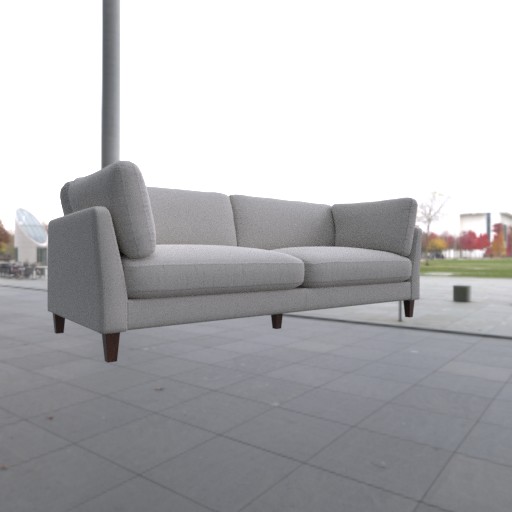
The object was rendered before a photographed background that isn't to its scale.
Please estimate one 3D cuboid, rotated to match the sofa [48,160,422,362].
[{"bbox_3d":[0.000,0.000,2.801,2.301,0.863,0.957,0,0,-38],"label":"sofa"}]
